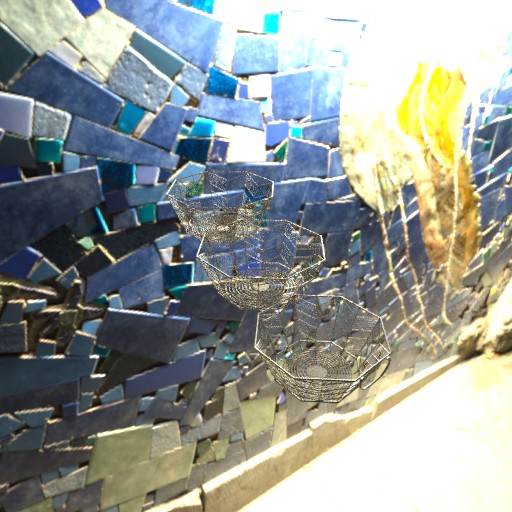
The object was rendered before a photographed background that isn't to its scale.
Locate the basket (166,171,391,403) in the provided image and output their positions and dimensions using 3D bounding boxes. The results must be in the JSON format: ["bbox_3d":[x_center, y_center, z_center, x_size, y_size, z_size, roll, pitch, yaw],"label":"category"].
[{"bbox_3d":[0.000,0.000,1.425,0.432,0.178,1.246,-10,31,-17],"label":"basket"}]
